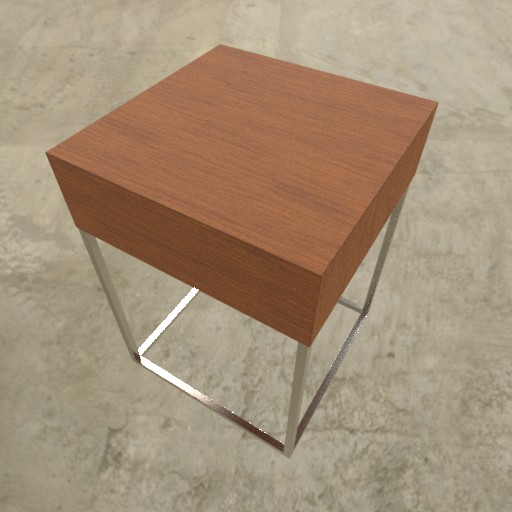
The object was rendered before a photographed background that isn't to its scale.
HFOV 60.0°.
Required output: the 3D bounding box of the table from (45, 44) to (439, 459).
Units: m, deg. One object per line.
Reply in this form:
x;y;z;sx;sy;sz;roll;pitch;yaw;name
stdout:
0.000;0.000;0.817;0.397;0.540;0.398;25;52;21;table
